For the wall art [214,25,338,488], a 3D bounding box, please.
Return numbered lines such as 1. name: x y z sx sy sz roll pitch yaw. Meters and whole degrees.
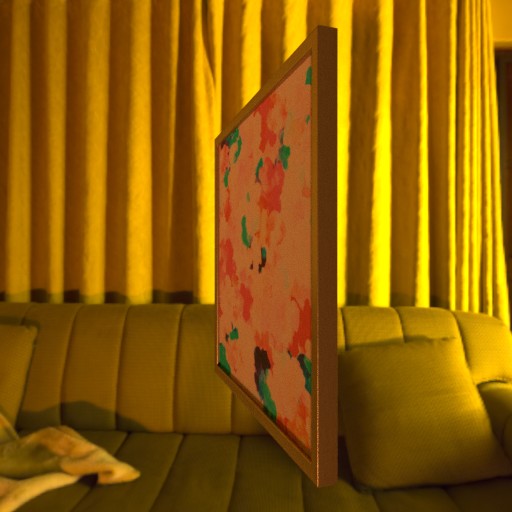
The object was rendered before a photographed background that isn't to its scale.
1. wall art: 0.000 0.000 1.102 0.036 0.765 0.767 0 0 -18
